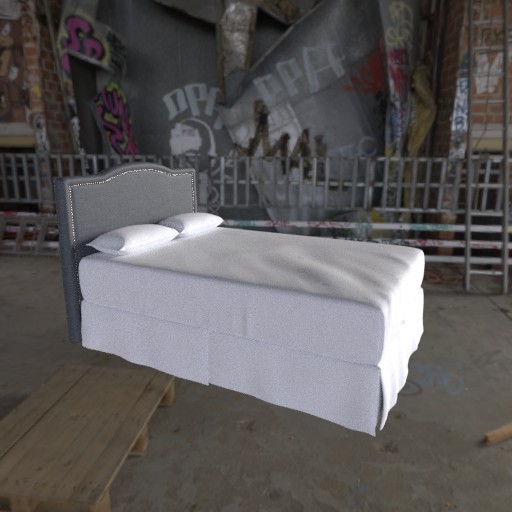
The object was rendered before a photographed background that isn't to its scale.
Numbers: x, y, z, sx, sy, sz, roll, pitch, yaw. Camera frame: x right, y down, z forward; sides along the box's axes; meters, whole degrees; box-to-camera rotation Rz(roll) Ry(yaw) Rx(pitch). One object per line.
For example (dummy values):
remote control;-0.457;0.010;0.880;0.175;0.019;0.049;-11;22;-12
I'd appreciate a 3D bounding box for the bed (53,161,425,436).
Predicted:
bed;0.000;0.000;3.579;2.507;1.441;1.747;7;16;27
